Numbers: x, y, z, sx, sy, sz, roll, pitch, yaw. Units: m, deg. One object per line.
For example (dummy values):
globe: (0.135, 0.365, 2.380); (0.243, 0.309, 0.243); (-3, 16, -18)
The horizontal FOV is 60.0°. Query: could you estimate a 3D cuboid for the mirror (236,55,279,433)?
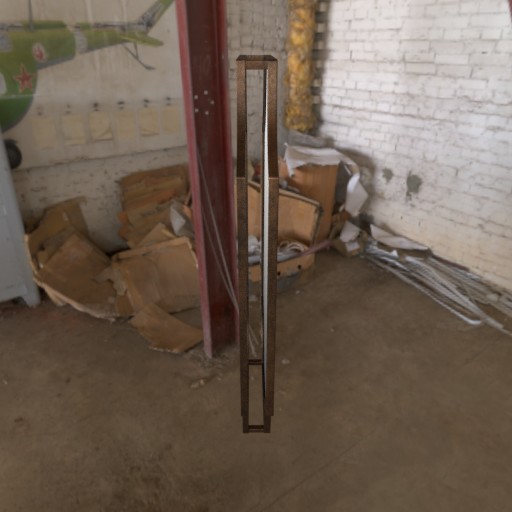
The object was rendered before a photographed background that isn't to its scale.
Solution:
mirror: (0.000, 0.000, 0.989); (0.066, 0.811, 0.462); (0, 26, -1)
